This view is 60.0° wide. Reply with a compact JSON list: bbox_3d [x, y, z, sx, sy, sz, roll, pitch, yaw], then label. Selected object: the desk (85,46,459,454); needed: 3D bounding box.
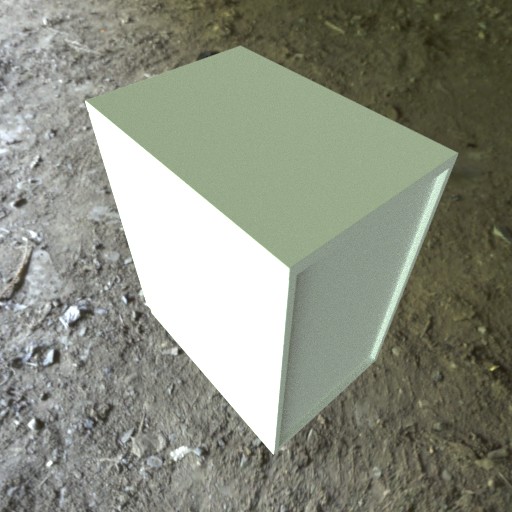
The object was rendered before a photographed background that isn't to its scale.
[{"bbox_3d":[0.000,0.000,1.095,0.404,0.730,0.600,-33,55,-26],"label":"desk"}]
